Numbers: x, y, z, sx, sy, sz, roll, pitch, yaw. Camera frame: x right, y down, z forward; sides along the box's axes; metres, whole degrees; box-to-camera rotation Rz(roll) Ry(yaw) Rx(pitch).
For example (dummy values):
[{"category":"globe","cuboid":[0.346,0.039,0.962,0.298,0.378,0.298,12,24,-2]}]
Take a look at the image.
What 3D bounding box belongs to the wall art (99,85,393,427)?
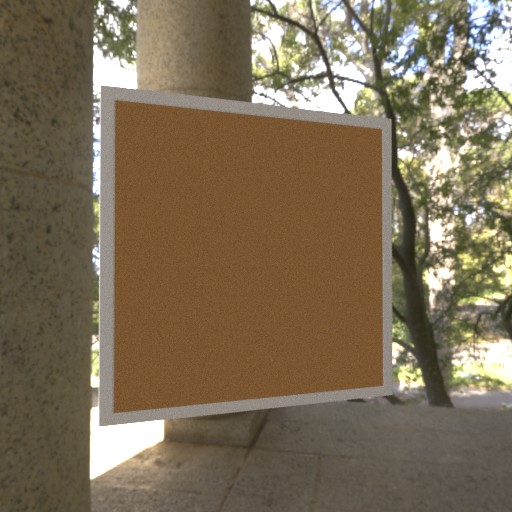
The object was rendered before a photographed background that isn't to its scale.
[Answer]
[{"category":"wall art","cuboid":[0.000,0.000,0.459,0.305,0.305,0.037,0,-1,-18]}]
